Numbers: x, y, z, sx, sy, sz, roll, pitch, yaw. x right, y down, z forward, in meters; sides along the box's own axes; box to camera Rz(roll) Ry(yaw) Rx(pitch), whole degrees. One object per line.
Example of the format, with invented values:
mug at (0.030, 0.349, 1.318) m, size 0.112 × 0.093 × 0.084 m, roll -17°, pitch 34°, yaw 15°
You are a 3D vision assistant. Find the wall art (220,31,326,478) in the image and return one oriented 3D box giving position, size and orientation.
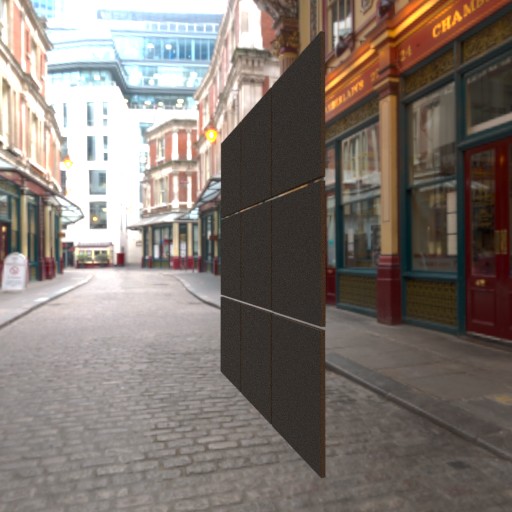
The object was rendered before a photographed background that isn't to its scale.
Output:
wall art at (0.000, 0.000, 2.237) m, size 0.017 × 1.521 × 1.527 m, roll 0°, pitch -1°, yaw -17°
